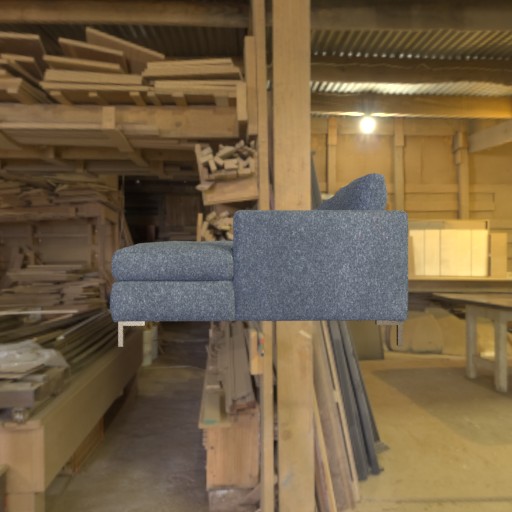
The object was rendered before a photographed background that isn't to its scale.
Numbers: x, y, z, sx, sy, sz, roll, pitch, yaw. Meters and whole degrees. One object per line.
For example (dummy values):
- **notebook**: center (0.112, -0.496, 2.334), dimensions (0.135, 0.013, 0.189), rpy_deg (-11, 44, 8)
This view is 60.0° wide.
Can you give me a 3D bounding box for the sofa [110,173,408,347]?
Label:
- **sofa**: center (0.000, 0.000, 3.417), dimensions (1.350, 0.810, 2.932), rpy_deg (0, 0, -1)
